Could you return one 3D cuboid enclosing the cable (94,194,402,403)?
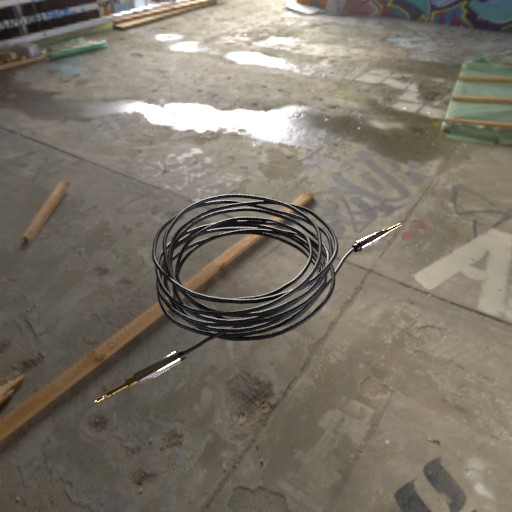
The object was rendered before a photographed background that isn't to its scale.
[{"bbox_3d":[0.000,0.000,0.506,0.432,0.069,0.198,-25,46,-27],"label":"cable"}]
